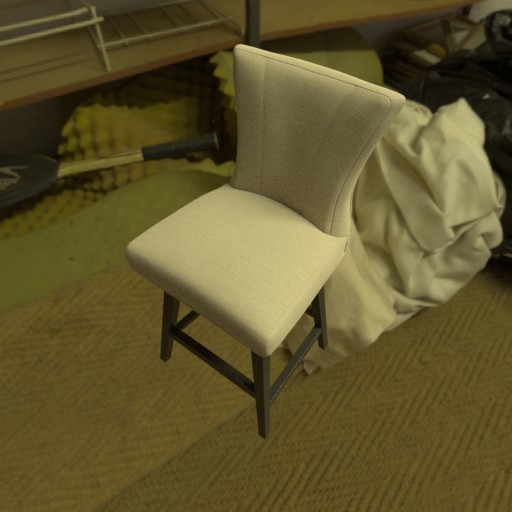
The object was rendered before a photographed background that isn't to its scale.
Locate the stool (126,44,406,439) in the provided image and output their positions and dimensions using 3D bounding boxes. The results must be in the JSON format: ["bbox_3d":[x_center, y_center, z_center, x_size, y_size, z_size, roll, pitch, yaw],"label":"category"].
[{"bbox_3d":[0.000,0.000,1.353,0.514,1.000,0.574,29,53,25],"label":"stool"}]
